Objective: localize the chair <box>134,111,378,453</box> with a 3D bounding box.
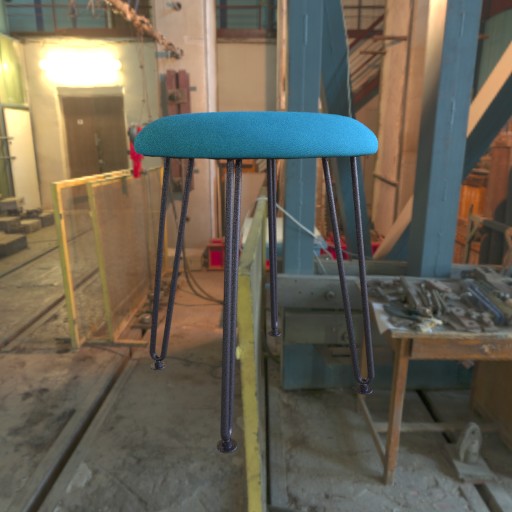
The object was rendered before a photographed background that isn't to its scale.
[{"bbox_3d":[0.000,0.000,0.701,0.350,0.430,0.350,-14,20,-43],"label":"chair"}]
